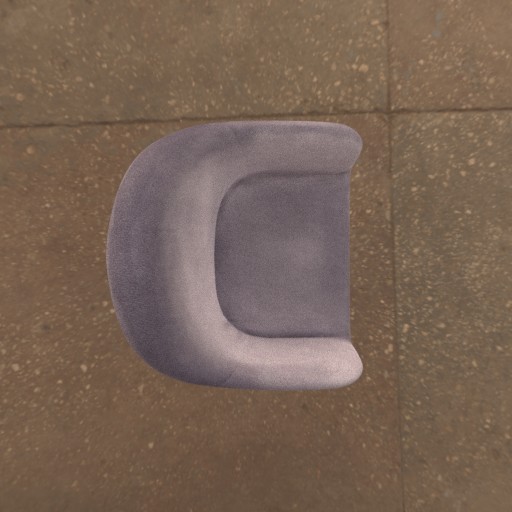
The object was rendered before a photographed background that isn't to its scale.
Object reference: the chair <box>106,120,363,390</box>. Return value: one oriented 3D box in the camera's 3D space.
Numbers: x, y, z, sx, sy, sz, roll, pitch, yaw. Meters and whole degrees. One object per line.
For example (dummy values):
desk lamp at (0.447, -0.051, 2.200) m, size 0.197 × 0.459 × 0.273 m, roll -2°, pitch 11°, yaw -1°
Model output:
chair at (0.000, 0.000, 1.143) m, size 0.540 × 0.780 × 0.570 m, roll 0°, pitch 90°, yaw -1°
